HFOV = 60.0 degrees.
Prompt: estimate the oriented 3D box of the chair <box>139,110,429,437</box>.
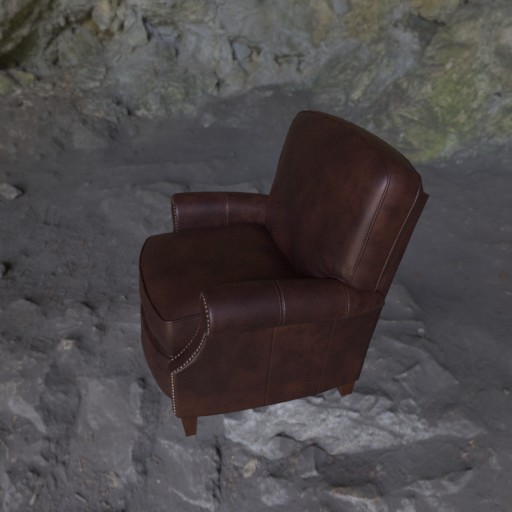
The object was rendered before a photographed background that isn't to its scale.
[{"bbox_3d":[0.000,0.000,1.777,0.986,1.018,0.936,-8,32,-14],"label":"chair"}]
